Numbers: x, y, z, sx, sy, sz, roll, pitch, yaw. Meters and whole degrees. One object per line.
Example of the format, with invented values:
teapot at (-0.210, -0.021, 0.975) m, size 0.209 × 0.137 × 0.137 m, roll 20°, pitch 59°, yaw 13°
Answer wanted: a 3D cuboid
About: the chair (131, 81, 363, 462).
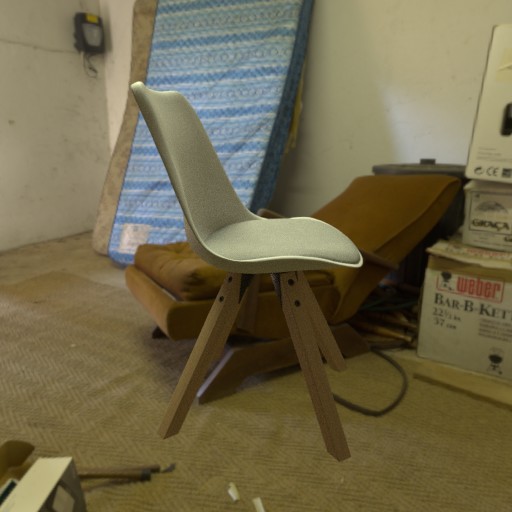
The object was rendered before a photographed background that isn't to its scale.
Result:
chair at (0.000, 0.000, 1.173) m, size 0.550 × 0.850 × 0.485 m, roll 3°, pitch 15°, yaw 10°
